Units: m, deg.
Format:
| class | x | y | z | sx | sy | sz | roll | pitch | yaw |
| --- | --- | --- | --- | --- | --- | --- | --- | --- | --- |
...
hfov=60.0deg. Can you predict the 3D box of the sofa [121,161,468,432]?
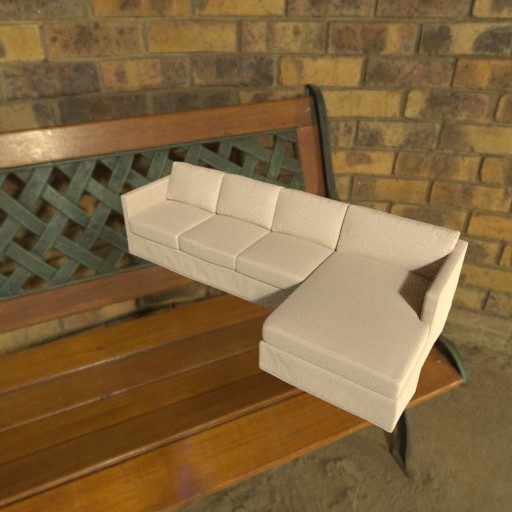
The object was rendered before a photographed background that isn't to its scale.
| class | x | y | z | sx | sy | sz | roll | pitch | yaw |
| --- | --- | --- | --- | --- | --- | --- | --- | --- | --- |
| sofa | 0.000 | 0.000 | 3.955 | 3.206 | 0.871 | 1.622 | 19 | 35 | 29 |
